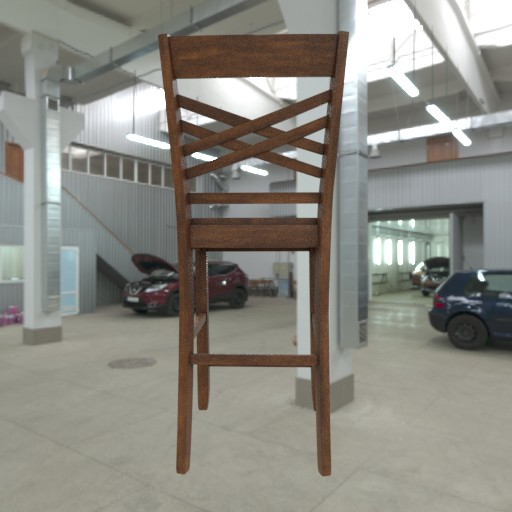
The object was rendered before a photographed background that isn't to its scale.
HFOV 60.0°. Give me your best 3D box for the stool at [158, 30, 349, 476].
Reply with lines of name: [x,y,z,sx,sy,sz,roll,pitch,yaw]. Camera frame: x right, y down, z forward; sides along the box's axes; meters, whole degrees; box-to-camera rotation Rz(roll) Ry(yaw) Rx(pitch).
stool: [0.000,0.000,1.318,0.462,1.079,0.539,0,-1,2]
